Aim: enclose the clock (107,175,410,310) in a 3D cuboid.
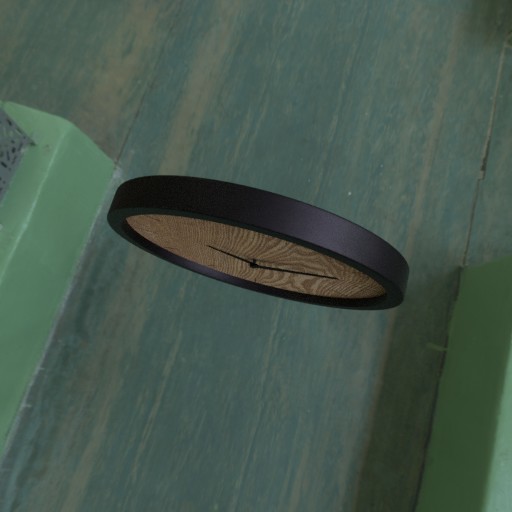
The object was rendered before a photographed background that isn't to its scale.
[{"bbox_3d":[0.000,0.000,0.478,0.314,0.314,0.029,15,77,4],"label":"clock"}]
